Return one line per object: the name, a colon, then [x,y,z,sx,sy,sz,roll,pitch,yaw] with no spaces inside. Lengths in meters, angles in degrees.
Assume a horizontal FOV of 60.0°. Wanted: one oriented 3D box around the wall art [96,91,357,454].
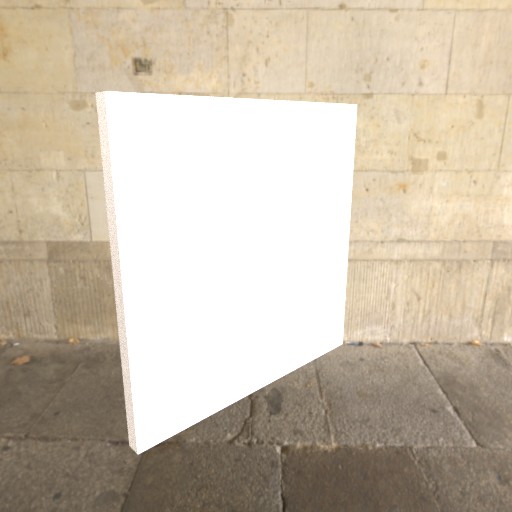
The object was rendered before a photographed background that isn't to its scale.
wall art: [0.000,0.000,0.841,0.559,0.559,0.028,-15,22,-41]
